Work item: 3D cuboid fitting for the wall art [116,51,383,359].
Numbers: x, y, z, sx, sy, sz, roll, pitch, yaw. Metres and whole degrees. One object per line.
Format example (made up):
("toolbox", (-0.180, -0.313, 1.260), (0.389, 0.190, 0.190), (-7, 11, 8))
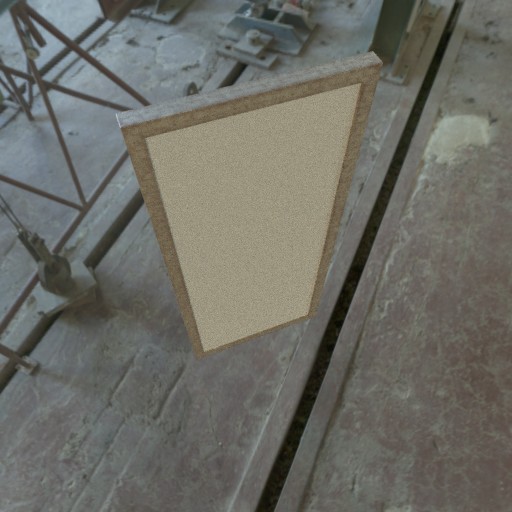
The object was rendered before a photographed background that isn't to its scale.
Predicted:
("wall art", (0.000, 0.000, 1.647), (0.648, 1.461, 0.051), (-18, 59, -11))
